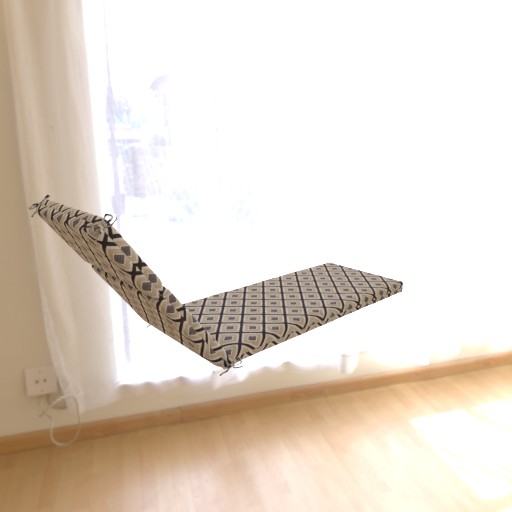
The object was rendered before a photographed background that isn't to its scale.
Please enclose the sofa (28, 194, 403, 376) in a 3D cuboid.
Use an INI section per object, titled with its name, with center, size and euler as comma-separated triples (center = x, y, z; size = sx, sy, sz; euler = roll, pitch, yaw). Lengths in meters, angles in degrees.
[sofa]
center = 0.000, 0.000, 1.949
size = 1.663, 0.622, 0.582
euler = -13, 20, -40
